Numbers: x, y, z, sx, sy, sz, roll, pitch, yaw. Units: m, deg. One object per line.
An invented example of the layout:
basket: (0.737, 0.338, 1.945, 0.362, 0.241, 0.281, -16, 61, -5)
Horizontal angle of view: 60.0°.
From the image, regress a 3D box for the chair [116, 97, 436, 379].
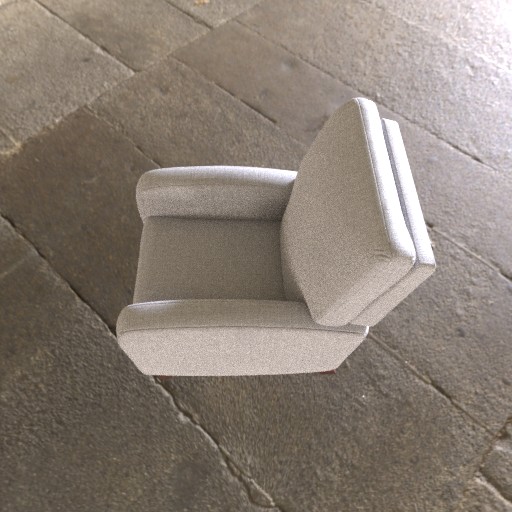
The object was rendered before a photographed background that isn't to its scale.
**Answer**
chair: (0.000, 0.000, 1.715, 0.990, 0.990, 0.762, -1, 59, -1)
